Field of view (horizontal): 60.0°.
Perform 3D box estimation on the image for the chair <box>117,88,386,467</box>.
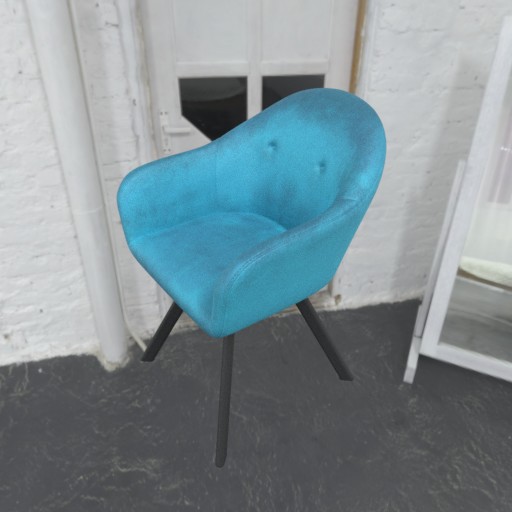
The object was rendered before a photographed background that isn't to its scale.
[{"bbox_3d":[0.000,0.000,1.173,0.570,0.780,0.540,-22,38,-30],"label":"chair"}]
